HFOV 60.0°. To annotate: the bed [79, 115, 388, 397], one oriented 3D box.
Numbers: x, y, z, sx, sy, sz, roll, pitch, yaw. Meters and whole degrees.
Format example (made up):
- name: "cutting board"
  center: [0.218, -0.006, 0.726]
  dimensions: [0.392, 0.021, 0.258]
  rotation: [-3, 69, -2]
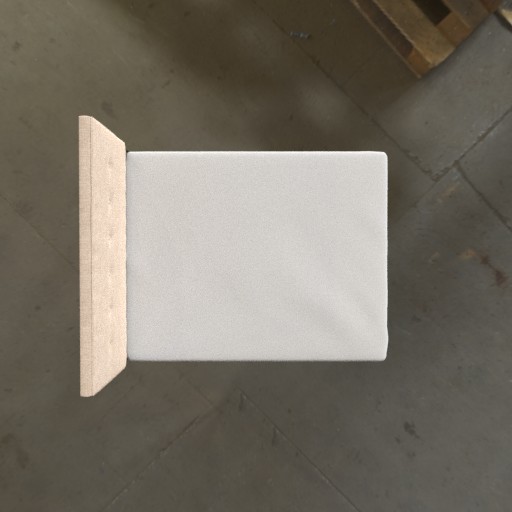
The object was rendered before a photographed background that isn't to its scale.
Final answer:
- name: "bed"
  center: [0.000, 0.000, 3.108]
  dimensions: [1.978, 1.270, 1.643]
  rotation: [0, 91, 0]
